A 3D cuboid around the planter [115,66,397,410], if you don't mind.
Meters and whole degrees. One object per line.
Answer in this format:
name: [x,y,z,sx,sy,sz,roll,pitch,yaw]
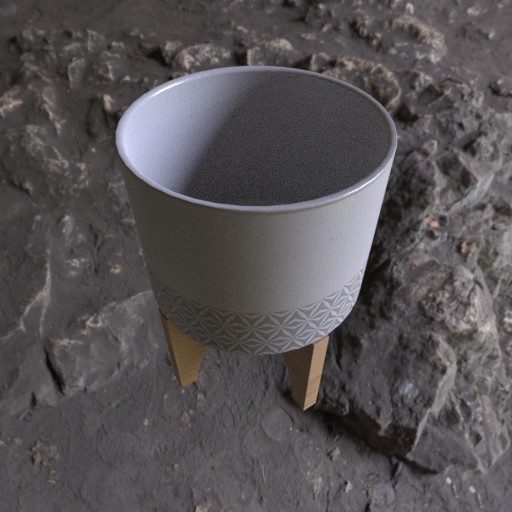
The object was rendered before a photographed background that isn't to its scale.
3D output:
planter: [0.000,0.000,0.394,0.188,0.260,0.188,0,45,0]
